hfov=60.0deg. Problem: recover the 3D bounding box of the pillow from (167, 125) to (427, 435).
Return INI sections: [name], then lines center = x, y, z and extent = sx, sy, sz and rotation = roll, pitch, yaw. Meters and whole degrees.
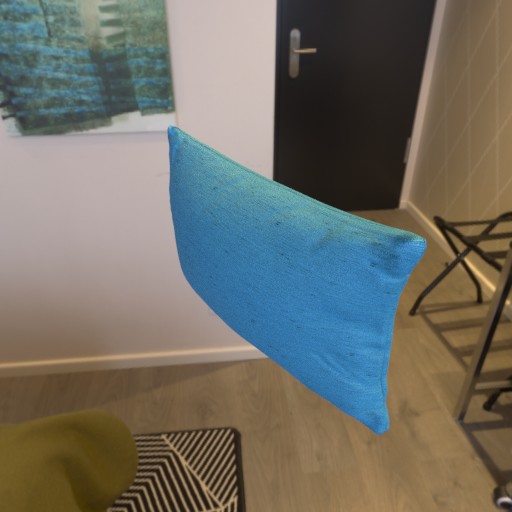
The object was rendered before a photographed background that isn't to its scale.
[pillow]
center = 0.000, 0.000, 0.799
extent = 0.210, 0.338, 0.633
rotation = -21, 37, -31
